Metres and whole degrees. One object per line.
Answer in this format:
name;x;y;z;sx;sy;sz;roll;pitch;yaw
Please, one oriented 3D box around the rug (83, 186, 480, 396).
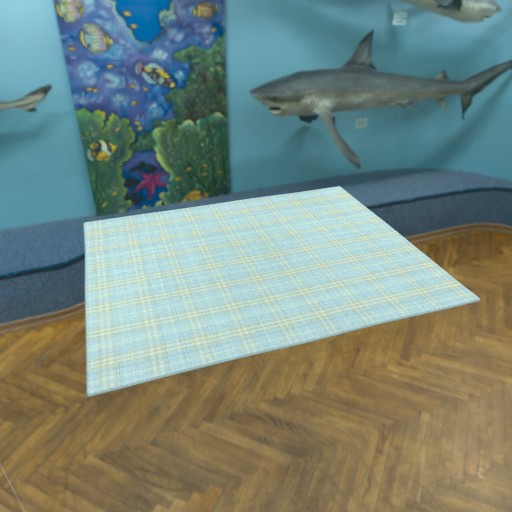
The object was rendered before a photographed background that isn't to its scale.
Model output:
rug;0.000;0.000;4.169;3.066;0.030;2.462;-10;33;-16
